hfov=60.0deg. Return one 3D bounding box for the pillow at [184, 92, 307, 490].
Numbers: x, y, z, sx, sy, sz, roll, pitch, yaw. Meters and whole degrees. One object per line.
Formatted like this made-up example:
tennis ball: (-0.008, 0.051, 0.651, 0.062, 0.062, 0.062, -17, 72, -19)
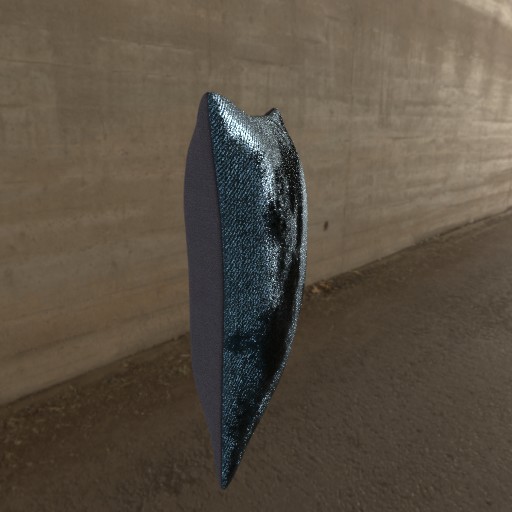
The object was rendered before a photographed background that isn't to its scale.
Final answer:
pillow: (0.000, 0.000, 0.646, 0.138, 0.430, 0.436, 3, 16, 10)
